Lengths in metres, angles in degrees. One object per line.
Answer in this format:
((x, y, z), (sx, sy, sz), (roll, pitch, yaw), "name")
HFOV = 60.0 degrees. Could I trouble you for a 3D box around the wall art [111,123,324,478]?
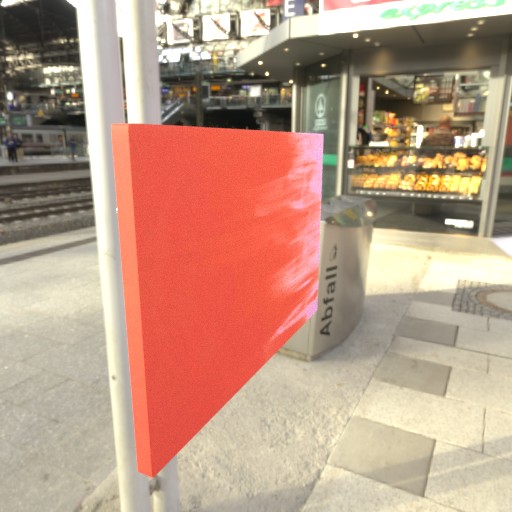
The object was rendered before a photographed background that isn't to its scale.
((0.000, 0.000, 1.119), (0.040, 0.609, 0.913), (7, 16, 25), "wall art")
